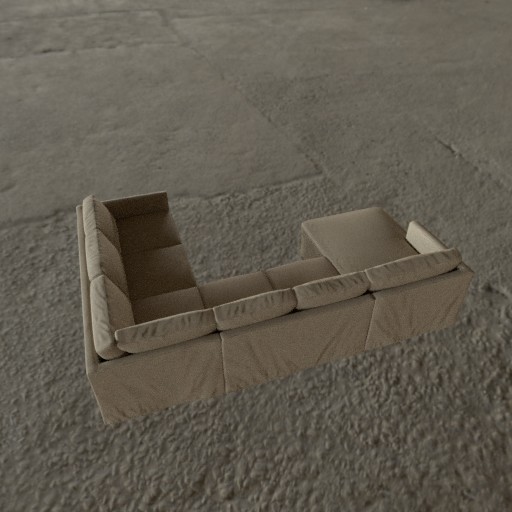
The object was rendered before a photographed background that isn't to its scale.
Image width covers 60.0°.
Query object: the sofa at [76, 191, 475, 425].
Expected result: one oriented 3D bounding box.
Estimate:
[{"bbox_3d":[0.000,0.000,4.701,3.528,0.878,2.476,-12,41,-15],"label":"sofa"}]
